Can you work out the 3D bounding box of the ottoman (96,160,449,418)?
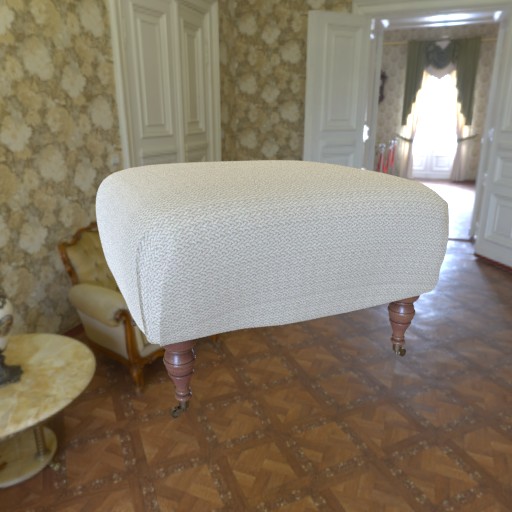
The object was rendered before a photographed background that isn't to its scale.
[{"bbox_3d":[0.000,0.000,1.082,0.684,0.447,0.622,-8,18,-24],"label":"ottoman"}]
